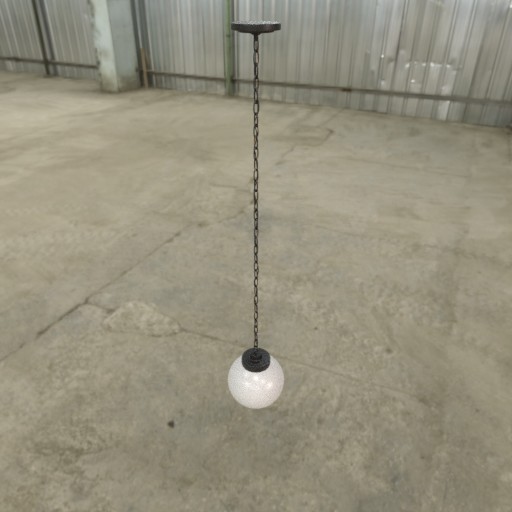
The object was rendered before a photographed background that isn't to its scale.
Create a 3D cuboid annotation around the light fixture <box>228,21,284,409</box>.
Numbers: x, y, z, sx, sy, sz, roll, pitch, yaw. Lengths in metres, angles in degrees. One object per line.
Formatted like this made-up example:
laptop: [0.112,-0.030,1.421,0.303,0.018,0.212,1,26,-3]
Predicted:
light fixture: [0.000,0.000,1.999,0.304,1.867,0.305,-21,37,-30]
